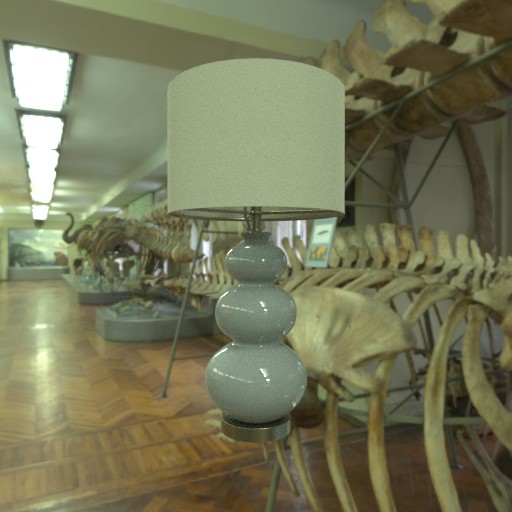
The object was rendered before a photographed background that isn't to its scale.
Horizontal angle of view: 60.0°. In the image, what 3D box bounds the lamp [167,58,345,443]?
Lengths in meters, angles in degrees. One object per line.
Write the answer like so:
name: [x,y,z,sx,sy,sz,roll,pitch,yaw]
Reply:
lamp: [0.000,0.000,0.939,0.367,0.730,0.367,0,1,33]
